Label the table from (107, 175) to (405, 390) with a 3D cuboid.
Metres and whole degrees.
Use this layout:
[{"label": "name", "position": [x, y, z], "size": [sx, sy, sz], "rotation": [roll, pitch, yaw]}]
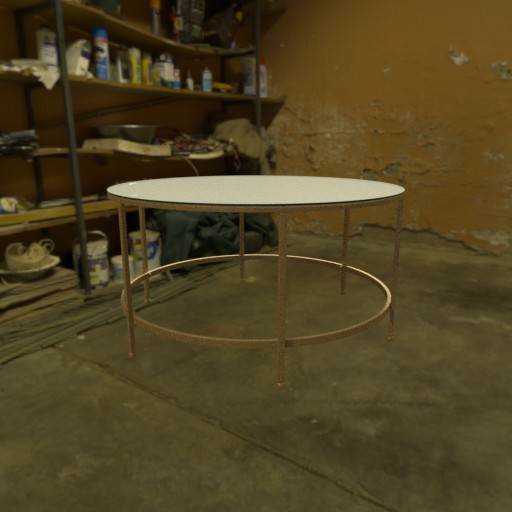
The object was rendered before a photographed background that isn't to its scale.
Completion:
[{"label": "table", "position": [0.000, 0.000, 1.488], "size": [0.914, 0.470, 0.914], "rotation": [0, 14, 0]}]
